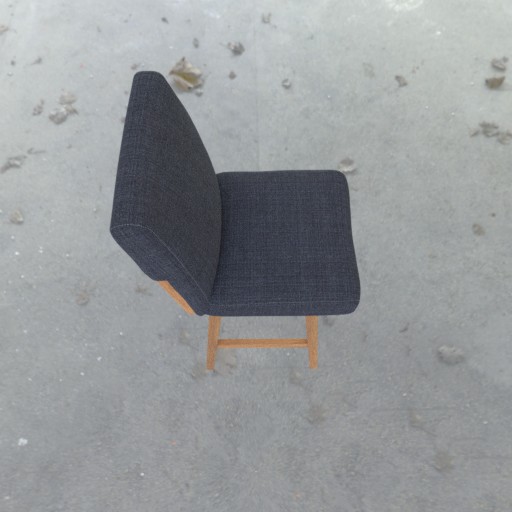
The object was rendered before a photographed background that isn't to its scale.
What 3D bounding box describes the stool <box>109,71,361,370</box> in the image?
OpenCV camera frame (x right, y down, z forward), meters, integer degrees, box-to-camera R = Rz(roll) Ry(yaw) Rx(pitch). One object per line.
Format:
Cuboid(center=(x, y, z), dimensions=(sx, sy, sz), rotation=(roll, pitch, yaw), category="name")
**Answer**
Cuboid(center=(0.000, 0.000, 1.401), dimensions=(0.570, 1.112, 0.483), rotation=(0, 64, 0), category="stool")
